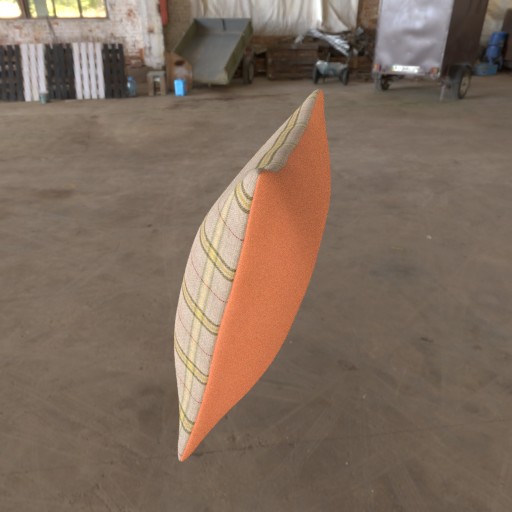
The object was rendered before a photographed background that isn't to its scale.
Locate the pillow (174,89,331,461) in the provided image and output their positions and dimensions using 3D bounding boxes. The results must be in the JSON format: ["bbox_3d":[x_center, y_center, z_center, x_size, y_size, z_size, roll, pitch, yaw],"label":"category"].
[{"bbox_3d":[0.000,0.000,0.687,0.200,0.430,0.453,7,31,12],"label":"pillow"}]
